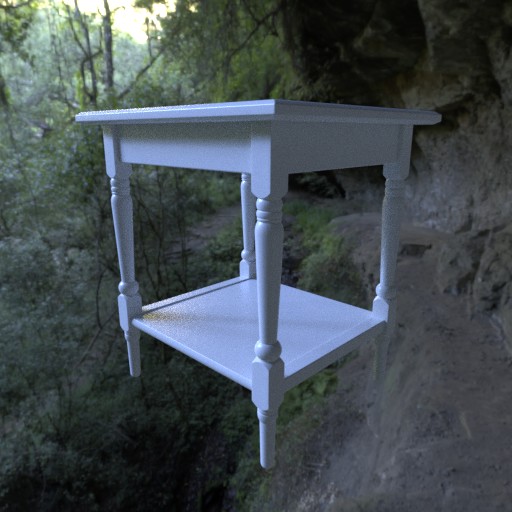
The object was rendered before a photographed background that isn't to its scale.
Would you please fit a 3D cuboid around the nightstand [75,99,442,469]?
[{"bbox_3d":[0.000,0.000,0.897,0.505,0.555,0.459,15,21,42],"label":"nightstand"}]
